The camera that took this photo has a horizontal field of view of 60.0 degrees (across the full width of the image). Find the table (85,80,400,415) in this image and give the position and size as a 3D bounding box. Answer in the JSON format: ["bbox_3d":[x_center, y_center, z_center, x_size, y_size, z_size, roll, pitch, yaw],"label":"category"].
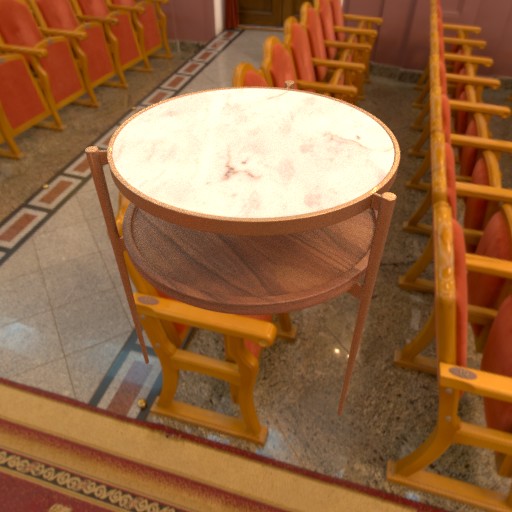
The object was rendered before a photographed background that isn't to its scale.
[{"bbox_3d":[0.000,0.000,0.824,0.430,0.493,0.456,11,42,13],"label":"table"}]
